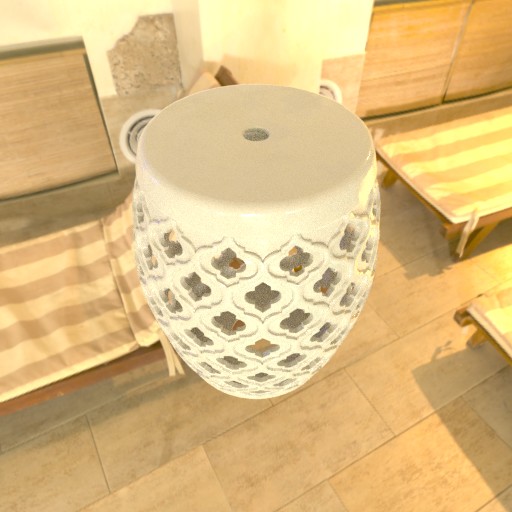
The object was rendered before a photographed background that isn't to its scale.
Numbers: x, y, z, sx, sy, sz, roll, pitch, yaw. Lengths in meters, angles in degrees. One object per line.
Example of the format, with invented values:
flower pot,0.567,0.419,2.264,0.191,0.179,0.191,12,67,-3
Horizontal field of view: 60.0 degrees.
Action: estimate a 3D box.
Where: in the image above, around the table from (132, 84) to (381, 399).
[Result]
table,0.000,0.000,0.628,0.325,0.388,0.325,0,46,0
